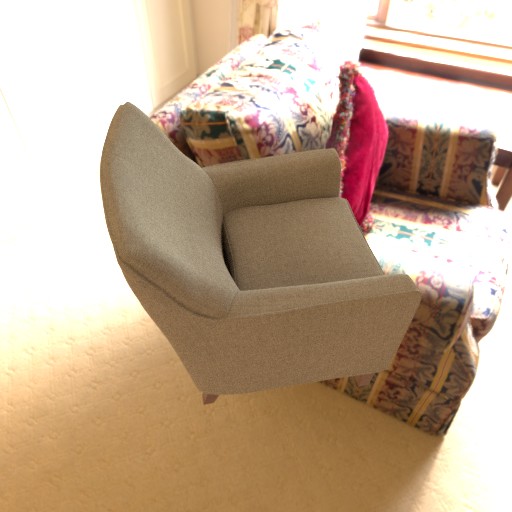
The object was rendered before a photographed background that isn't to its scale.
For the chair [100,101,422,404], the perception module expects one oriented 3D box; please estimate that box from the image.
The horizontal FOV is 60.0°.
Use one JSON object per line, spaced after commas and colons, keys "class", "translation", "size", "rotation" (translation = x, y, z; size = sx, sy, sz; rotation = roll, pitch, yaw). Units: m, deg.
{"class": "chair", "translation": [0.000, 0.000, 1.815], "size": [0.993, 1.047, 0.887], "rotation": [-8, 46, -8]}
